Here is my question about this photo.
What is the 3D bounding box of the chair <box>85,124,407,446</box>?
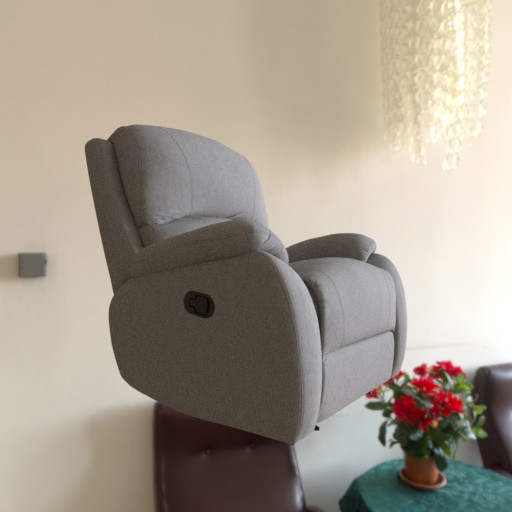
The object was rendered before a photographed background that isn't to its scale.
[{"bbox_3d":[0.000,0.000,1.663,0.899,1.011,0.930,0,0,35],"label":"chair"}]
